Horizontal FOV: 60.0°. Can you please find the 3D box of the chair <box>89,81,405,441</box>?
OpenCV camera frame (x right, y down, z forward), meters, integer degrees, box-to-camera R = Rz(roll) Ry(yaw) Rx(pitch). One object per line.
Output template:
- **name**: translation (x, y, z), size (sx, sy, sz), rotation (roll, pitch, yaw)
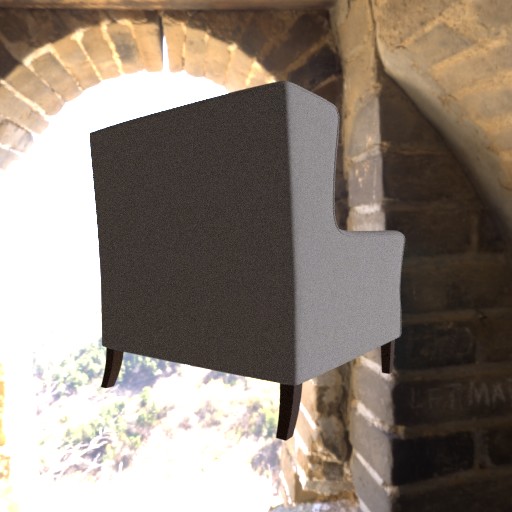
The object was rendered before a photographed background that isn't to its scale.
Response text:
- **chair**: translation (0.000, 0.000, 1.900), size (0.982, 1.056, 1.040), rotation (0, 0, 36)
